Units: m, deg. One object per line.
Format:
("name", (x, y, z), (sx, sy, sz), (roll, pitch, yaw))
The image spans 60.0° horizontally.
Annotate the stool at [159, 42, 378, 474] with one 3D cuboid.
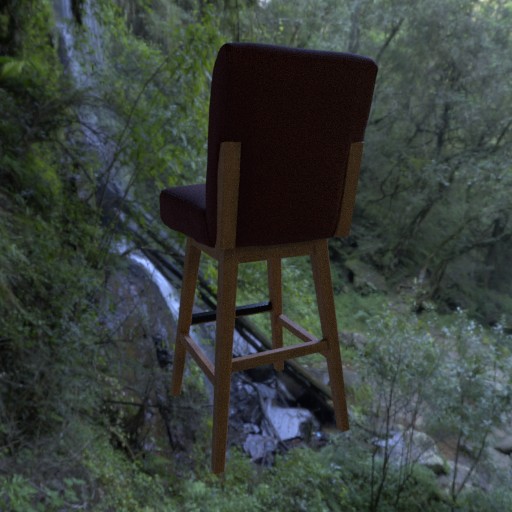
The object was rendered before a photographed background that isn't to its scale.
("stool", (0.000, 0.000, 1.363), (0.468, 1.093, 0.562), (-7, 16, -25))
